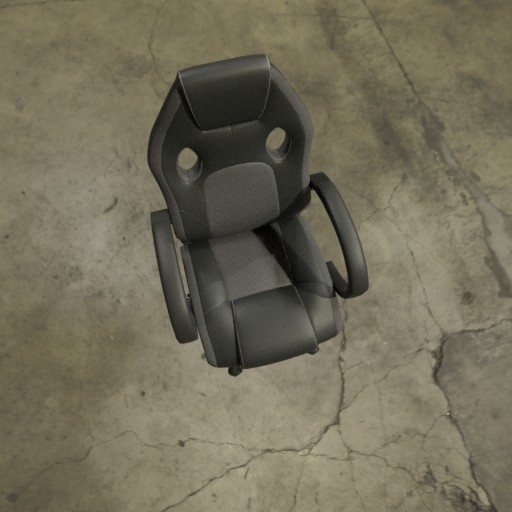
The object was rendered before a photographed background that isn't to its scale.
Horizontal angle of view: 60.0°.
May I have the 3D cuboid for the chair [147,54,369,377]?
[{"bbox_3d":[0.000,0.000,1.626,0.673,1.187,0.724,-14,66,-6],"label":"chair"}]
